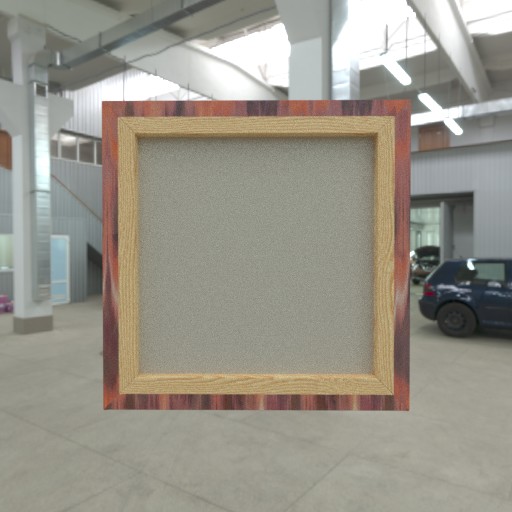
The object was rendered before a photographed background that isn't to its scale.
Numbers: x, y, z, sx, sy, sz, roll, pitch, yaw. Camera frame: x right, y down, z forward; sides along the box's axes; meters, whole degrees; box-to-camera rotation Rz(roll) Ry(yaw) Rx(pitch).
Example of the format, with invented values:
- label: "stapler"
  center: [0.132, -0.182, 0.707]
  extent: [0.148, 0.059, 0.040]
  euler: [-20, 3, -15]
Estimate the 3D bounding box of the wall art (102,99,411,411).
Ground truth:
- label: "wall art"
  center: [0.000, 0.000, 0.599]
  extent: [0.403, 0.406, 0.038]
  euler: [0, 1, 1]
